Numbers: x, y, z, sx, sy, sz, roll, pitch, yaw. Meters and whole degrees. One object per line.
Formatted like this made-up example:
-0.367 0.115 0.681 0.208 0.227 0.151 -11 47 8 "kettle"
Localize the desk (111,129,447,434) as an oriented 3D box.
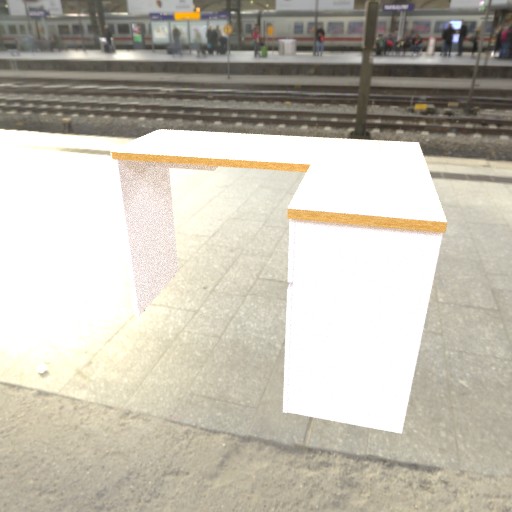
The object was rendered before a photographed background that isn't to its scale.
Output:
0.000 0.000 1.747 1.170 0.760 0.900 6 27 13 "desk"
